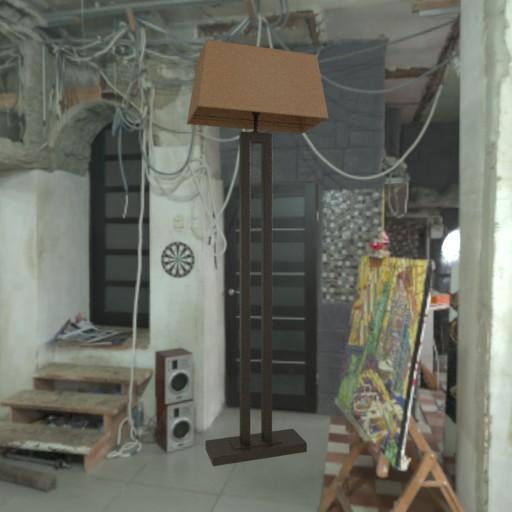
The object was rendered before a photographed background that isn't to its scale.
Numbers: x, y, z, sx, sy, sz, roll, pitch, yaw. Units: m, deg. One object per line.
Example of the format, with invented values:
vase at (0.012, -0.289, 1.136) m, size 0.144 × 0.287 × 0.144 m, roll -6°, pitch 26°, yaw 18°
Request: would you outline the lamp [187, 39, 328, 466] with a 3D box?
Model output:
lamp at (0.000, 0.000, 1.650) m, size 0.475 × 1.469 × 0.233 m, roll -1°, pitch 2°, yaw -18°
